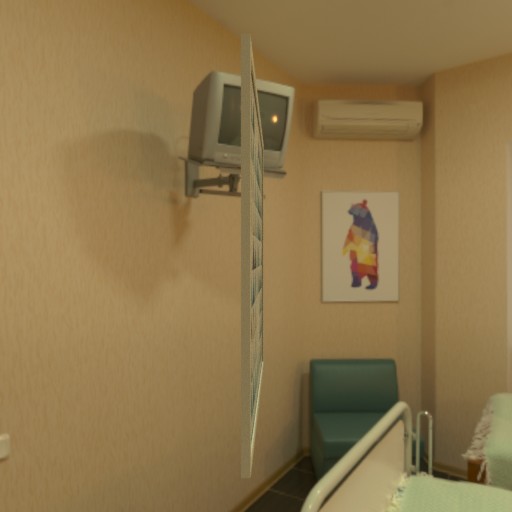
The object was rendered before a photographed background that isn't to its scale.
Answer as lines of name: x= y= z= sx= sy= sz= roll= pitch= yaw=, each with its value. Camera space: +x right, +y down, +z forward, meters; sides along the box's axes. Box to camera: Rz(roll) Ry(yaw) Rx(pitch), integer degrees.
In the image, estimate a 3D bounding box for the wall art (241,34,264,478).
wall art: x=0.000 y=0.000 z=0.835 sx=0.012 sy=0.557 sz=0.557 roll=0 pitch=0 yaw=3
